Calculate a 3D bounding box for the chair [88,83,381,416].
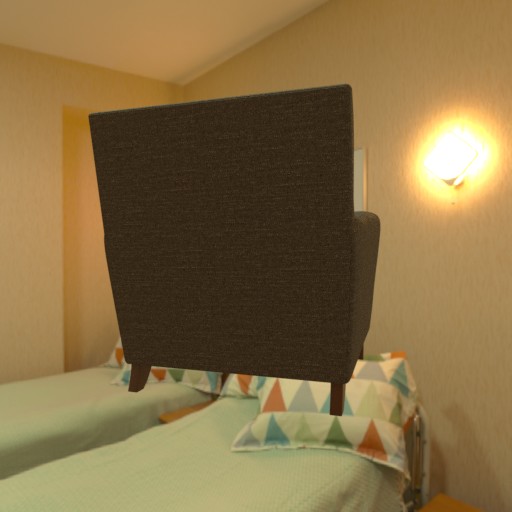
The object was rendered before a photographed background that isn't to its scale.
[{"bbox_3d":[0.000,0.000,1.614,0.838,0.885,0.875,0,1,18],"label":"chair"}]
